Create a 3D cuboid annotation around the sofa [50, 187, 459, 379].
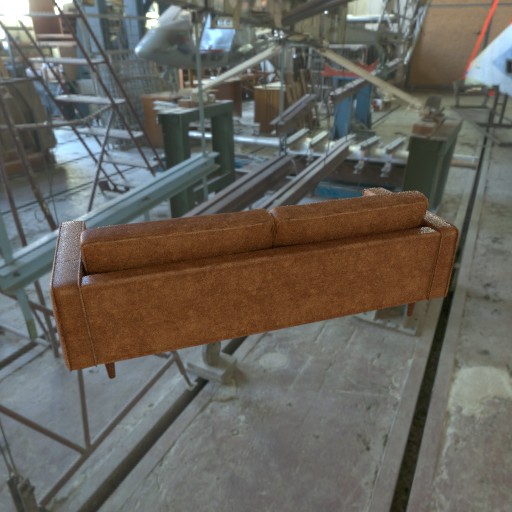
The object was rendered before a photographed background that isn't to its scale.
[{"bbox_3d":[0.000,0.000,2.661,2.199,0.779,0.886,-8,28,-16],"label":"sofa"}]
